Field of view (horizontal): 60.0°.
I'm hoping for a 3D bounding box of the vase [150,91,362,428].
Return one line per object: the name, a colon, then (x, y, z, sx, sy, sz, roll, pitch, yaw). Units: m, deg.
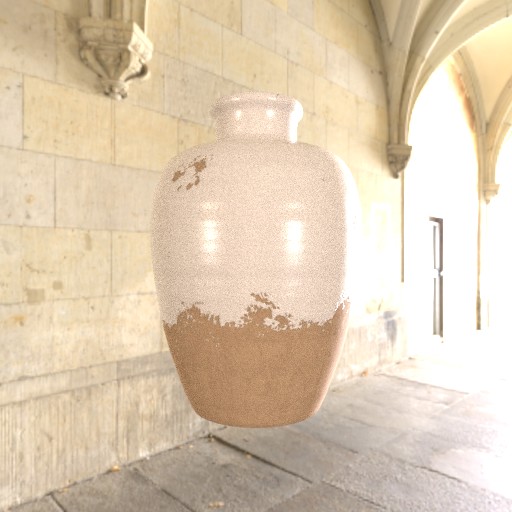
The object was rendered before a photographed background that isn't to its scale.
vase: (0.000, 0.000, 0.340, 0.158, 0.228, 0.158, 0, 0, 0)
